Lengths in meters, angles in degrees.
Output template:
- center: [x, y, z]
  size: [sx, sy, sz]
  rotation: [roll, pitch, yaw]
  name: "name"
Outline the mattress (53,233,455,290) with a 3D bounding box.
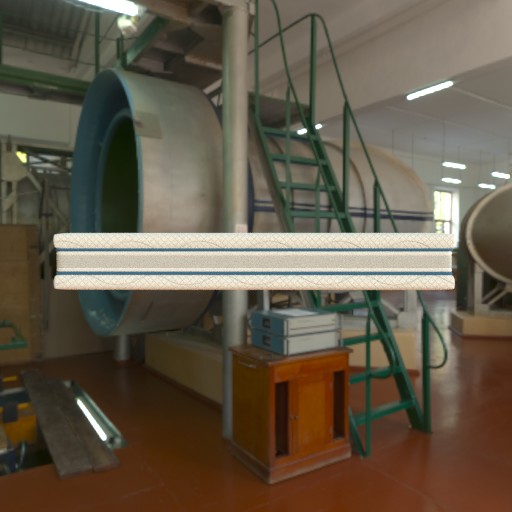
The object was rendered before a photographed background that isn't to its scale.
- center: [0.000, 0.000, 2.757]
  size: [1.600, 0.230, 2.000]
  rotation: [0, 1, 1]
  name: "mattress"
